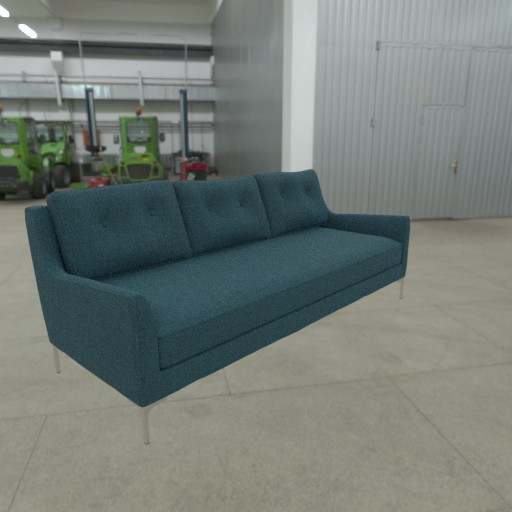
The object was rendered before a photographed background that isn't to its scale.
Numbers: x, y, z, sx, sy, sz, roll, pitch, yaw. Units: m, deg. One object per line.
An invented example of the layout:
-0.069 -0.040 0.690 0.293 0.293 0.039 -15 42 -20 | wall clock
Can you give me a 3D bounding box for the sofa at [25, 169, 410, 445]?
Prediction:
0.000 0.000 2.429 0.849 0.837 2.060 14 20 41 | sofa
